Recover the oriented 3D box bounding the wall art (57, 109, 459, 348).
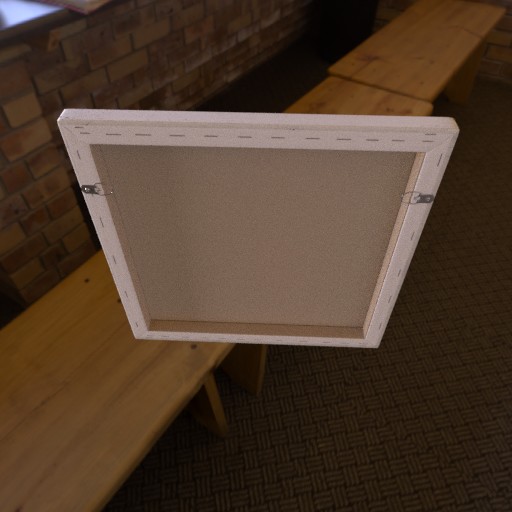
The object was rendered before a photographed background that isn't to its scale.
[{"bbox_3d":[0.000,0.000,0.900,0.610,0.611,0.040,2,47,2],"label":"wall art"}]
